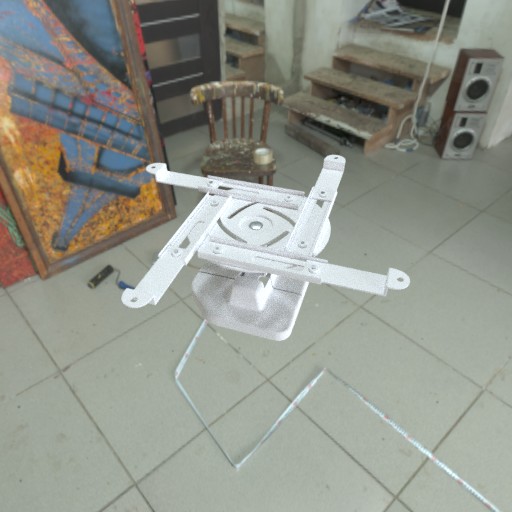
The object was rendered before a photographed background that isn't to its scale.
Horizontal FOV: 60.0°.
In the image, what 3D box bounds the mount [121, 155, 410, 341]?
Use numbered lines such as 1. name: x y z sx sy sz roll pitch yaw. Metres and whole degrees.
1. mount: 0.000 0.000 0.618 0.394 0.141 0.394 12 41 14
